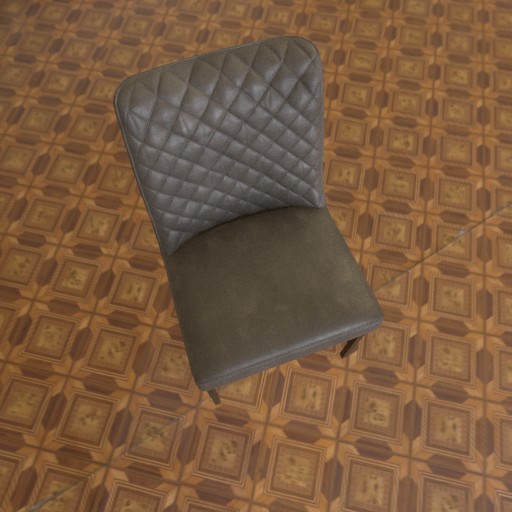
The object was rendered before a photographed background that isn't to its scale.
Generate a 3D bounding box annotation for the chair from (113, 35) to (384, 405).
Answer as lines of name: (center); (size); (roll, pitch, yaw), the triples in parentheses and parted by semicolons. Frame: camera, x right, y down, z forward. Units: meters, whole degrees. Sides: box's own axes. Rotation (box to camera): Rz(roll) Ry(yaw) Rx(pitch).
chair: (0.000, 0.000, 1.216); (0.508, 0.889, 0.587); (-18, 66, -8)
